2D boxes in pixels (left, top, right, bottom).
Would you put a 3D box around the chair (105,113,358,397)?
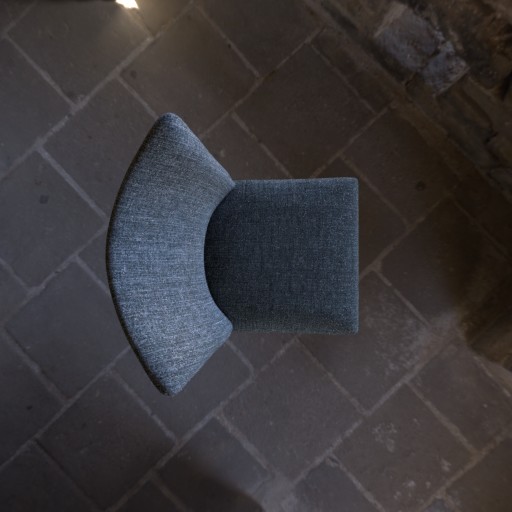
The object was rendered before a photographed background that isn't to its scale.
[{"bbox_3d":[0.000,0.000,1.284,0.623,0.924,0.535,0,90,-1],"label":"chair"}]
